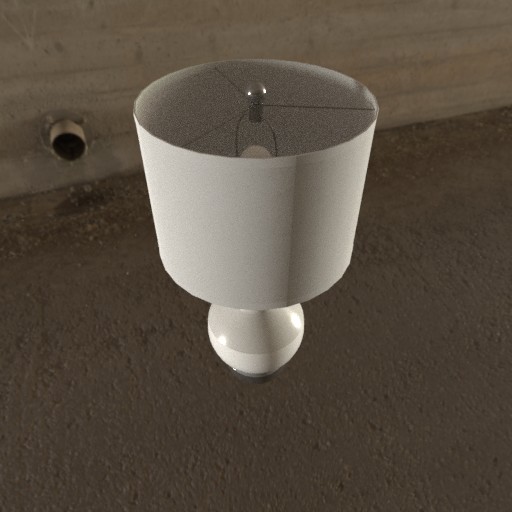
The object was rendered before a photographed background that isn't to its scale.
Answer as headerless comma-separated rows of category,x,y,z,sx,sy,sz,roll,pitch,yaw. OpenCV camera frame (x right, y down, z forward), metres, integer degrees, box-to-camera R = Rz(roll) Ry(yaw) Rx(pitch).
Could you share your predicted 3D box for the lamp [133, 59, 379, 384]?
lamp,0.000,0.000,0.861,0.357,0.673,0.357,26,48,26
